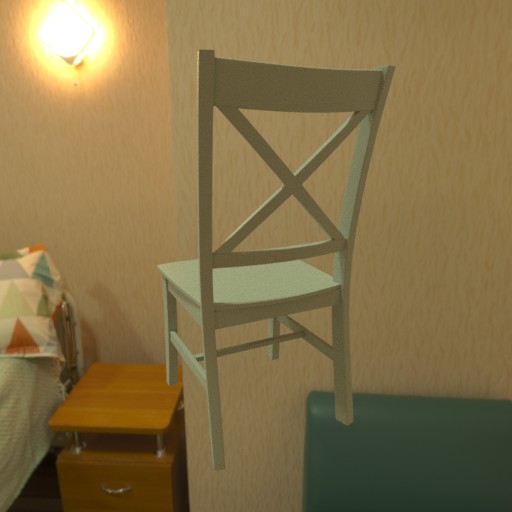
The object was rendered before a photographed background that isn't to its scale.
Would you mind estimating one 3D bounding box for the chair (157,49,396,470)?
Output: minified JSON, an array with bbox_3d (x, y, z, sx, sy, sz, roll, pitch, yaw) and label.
[{"bbox_3d":[0.000,0.000,1.276,0.485,0.983,0.542,-8,17,-26],"label":"chair"}]
